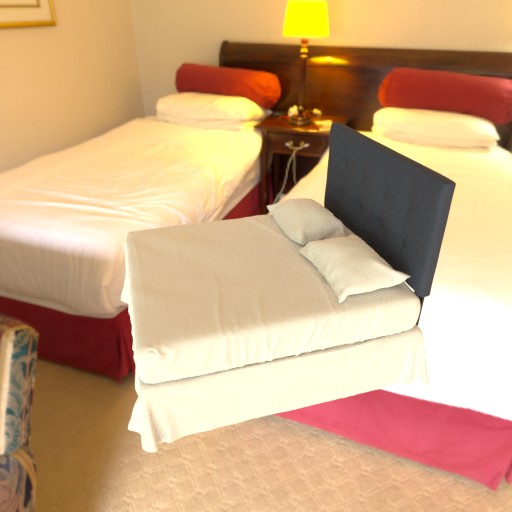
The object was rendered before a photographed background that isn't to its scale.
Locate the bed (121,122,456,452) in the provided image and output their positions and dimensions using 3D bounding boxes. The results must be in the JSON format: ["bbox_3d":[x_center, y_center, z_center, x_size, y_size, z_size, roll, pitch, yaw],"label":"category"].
[{"bbox_3d":[0.000,0.000,3.467,2.222,1.577,1.936,-8,31,-14],"label":"bed"}]
